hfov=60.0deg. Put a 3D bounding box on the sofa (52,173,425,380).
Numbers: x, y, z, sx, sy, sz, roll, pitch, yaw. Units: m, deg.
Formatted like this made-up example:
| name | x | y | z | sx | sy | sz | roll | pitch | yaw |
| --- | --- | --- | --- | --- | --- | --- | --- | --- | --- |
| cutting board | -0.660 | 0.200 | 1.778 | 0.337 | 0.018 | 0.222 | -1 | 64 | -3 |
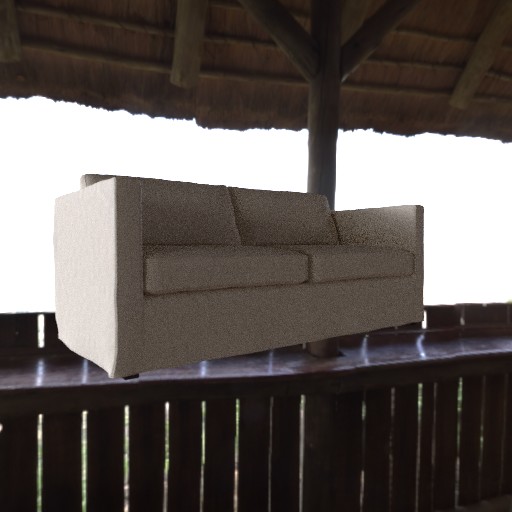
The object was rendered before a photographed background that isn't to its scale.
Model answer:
| name | x | y | z | sx | sy | sz | roll | pitch | yaw |
| --- | --- | --- | --- | --- | --- | --- | --- | --- | --- |
| sofa | 0.000 | 0.000 | 2.526 | 1.987 | 0.870 | 0.940 | -1 | 2 | -37 |
